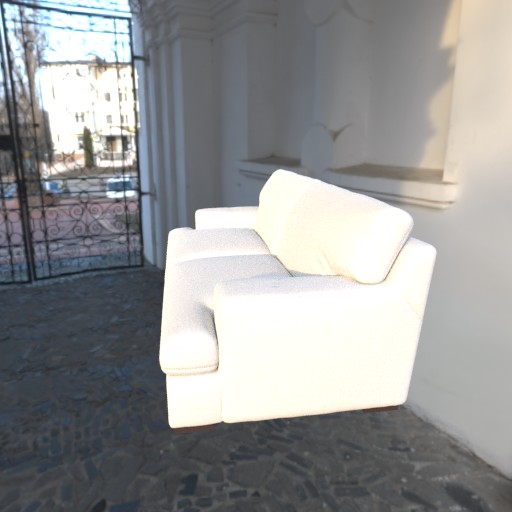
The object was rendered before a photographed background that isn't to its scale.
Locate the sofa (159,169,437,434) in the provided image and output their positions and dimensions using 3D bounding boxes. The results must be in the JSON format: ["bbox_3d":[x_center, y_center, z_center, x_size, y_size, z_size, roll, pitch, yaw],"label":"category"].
[{"bbox_3d":[0.000,0.000,2.809,1.143,0.940,2.261,-3,15,-10],"label":"sofa"}]
